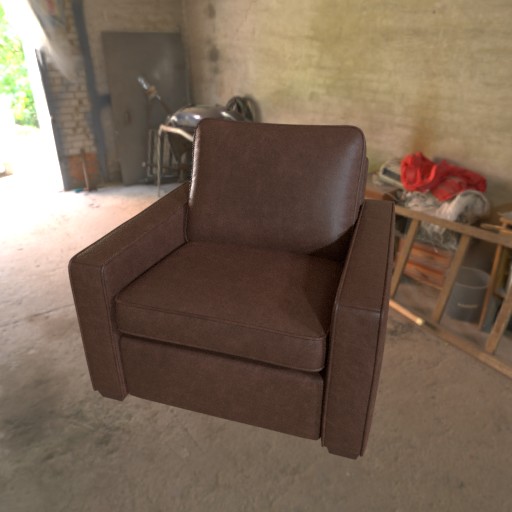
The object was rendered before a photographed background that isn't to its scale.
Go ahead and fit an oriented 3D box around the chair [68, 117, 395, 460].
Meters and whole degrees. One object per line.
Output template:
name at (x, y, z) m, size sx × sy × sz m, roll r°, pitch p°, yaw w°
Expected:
chair at (0.000, 0.000, 1.712) m, size 1.017 × 0.919 × 0.940 m, roll 8°, pitch 27°, yaw 15°
